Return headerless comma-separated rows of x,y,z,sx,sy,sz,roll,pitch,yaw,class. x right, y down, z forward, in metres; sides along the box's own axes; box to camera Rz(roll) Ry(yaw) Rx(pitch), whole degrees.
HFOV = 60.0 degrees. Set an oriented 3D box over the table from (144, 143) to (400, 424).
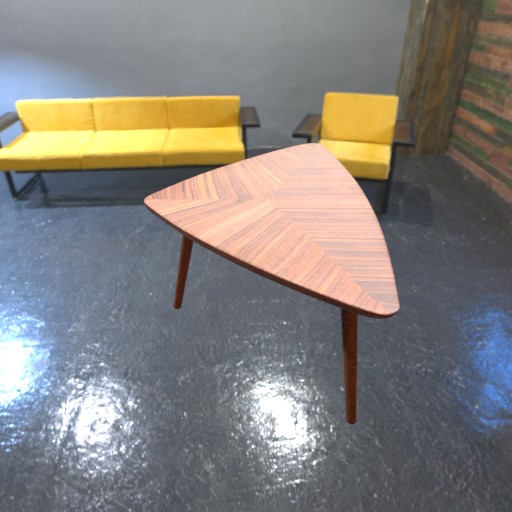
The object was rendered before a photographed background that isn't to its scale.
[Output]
0.000,0.000,1.292,0.601,0.365,1.008,0,31,-1,table
